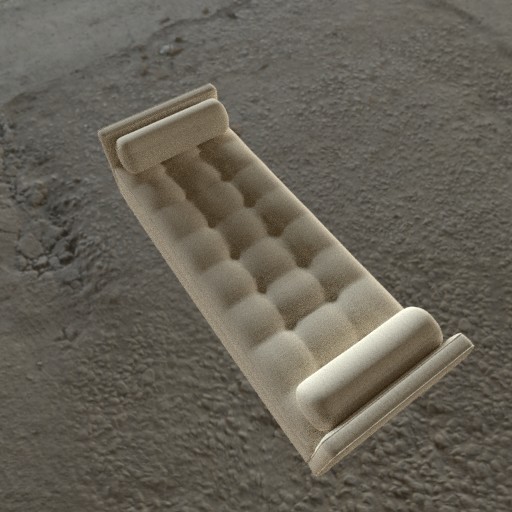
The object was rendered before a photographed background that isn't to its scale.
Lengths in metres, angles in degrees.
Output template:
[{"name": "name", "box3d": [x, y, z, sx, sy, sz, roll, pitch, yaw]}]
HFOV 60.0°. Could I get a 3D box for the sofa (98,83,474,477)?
[{"name": "sofa", "box3d": [0.000, 0.000, 2.300, 0.746, 0.641, 1.985, -30, 62, -18]}]
